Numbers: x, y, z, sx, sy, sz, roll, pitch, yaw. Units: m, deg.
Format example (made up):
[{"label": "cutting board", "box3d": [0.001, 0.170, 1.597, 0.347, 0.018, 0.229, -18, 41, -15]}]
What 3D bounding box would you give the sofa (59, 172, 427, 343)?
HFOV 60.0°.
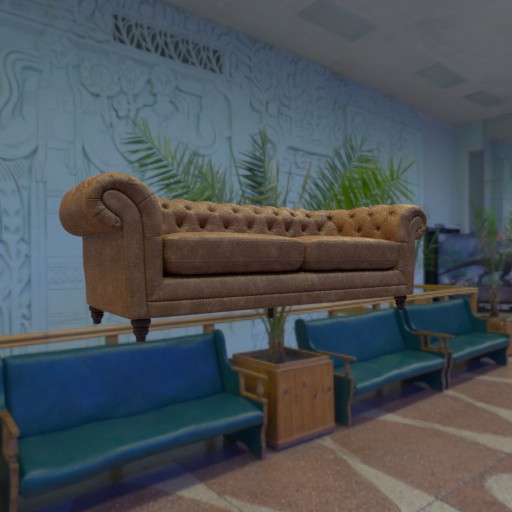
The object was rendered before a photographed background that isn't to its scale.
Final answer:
[{"label": "sofa", "box3d": [0.000, 0.000, 2.850, 2.365, 0.760, 0.989, 0, 0, -36]}]
